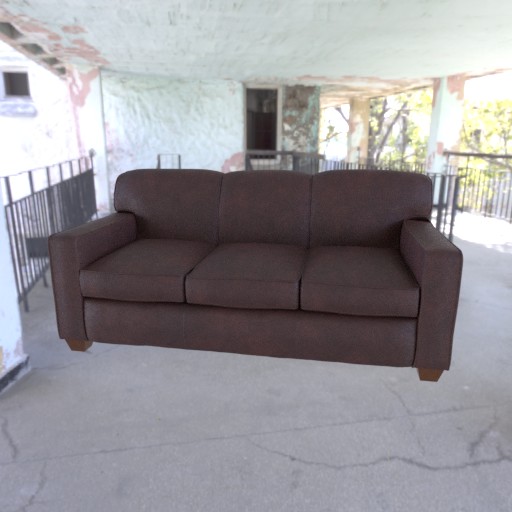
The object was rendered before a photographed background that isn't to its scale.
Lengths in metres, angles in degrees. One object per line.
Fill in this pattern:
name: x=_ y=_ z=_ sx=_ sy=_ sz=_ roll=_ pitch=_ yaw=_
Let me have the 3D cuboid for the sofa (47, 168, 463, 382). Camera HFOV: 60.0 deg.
sofa: x=0.000 y=0.000 z=2.564 sx=2.039 sy=0.953 sz=1.008 roll=3 pitch=15 yaw=10
